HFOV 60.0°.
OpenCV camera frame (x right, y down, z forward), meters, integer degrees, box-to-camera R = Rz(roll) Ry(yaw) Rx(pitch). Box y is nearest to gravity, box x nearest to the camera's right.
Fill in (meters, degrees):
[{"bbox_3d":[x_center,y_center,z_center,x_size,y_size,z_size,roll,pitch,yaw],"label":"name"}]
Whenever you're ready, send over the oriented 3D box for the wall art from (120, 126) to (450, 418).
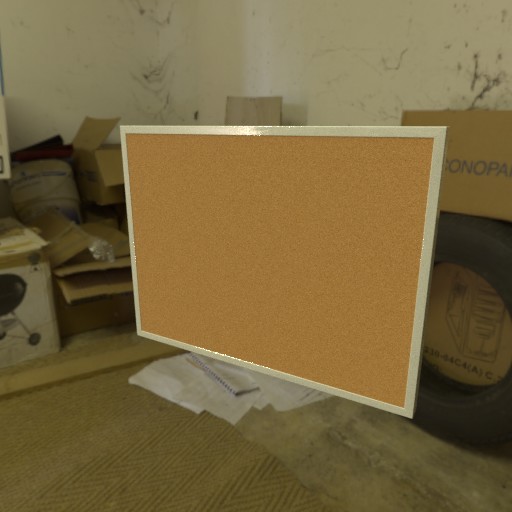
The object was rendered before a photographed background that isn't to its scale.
[{"bbox_3d":[0.000,0.000,1.401,1.041,0.787,0.053,9,19,28],"label":"wall art"}]
